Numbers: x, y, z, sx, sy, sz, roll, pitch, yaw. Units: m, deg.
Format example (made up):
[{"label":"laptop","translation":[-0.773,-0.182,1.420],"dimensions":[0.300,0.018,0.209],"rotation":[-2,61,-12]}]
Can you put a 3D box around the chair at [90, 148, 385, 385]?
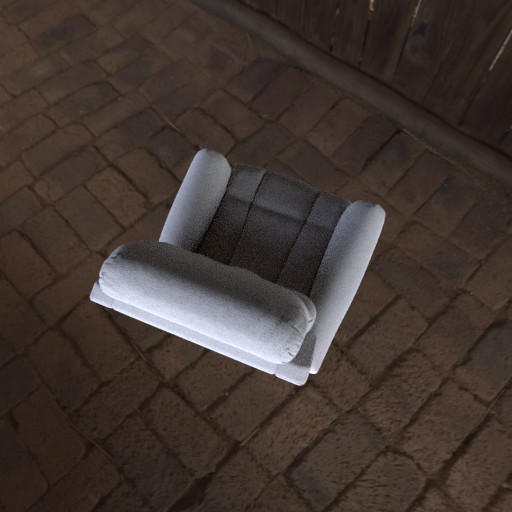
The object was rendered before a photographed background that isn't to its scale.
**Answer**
[{"label":"chair","translation":[0.000,0.000,1.782],"dimensions":[0.871,1.031,0.979],"rotation":[20,65,10]}]
